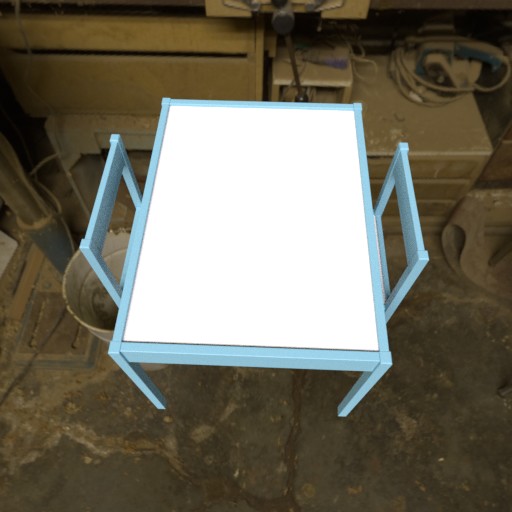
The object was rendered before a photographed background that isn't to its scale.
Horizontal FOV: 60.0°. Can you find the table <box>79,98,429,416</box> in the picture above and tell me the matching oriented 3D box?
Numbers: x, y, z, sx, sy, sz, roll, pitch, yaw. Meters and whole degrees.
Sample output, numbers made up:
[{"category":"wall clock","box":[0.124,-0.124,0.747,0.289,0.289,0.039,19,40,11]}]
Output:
[{"category":"table","box":[0.000,0.000,1.084,0.633,0.503,0.639,2,60,1]}]
